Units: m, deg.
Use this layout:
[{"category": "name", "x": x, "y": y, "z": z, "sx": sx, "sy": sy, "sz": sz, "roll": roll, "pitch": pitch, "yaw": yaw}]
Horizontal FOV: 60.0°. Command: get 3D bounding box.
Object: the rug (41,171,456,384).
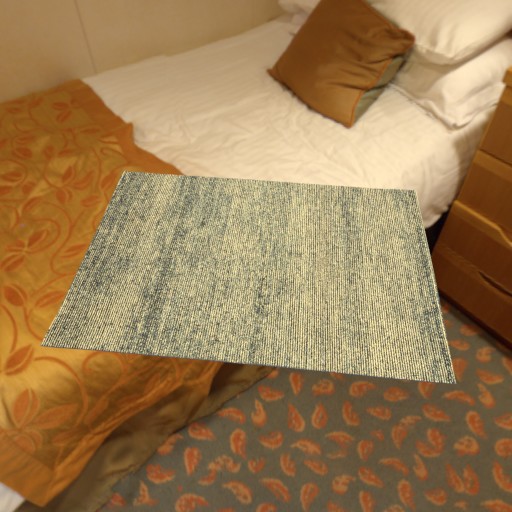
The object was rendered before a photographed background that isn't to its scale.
[{"category": "rug", "x": 0.000, "y": 0.000, "z": 2.998, "sx": 2.349, "sy": 0.030, "sz": 1.624, "roll": 5, "pitch": 48, "yaw": 4}]
